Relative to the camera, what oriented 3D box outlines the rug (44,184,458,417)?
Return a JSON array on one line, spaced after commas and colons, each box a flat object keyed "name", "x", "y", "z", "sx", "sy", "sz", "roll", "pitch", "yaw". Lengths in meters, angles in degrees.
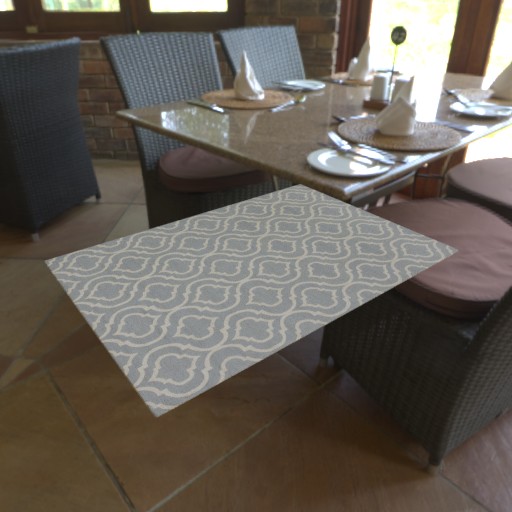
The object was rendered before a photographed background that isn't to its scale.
[{"name": "rug", "x": 0.000, "y": 0.000, "z": 2.705, "sx": 2.080, "sy": 0.010, "sz": 1.451, "roll": -21, "pitch": 36, "yaw": -32}]
